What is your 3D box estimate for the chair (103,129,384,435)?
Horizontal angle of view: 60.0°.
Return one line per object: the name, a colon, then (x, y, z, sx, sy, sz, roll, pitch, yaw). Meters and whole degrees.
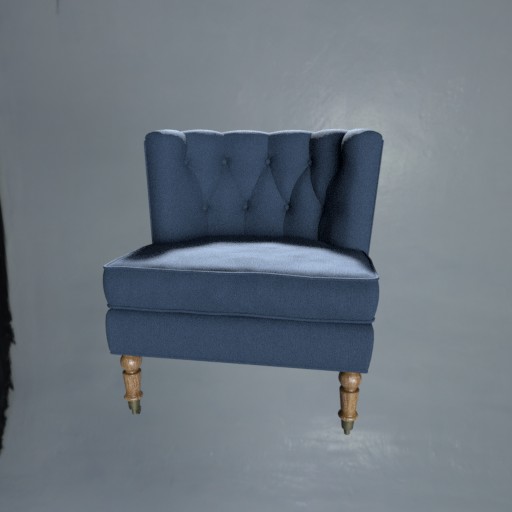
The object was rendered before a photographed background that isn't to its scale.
chair: (0.000, 0.000, 1.379, 0.740, 0.771, 0.718, 2, 14, 9)
